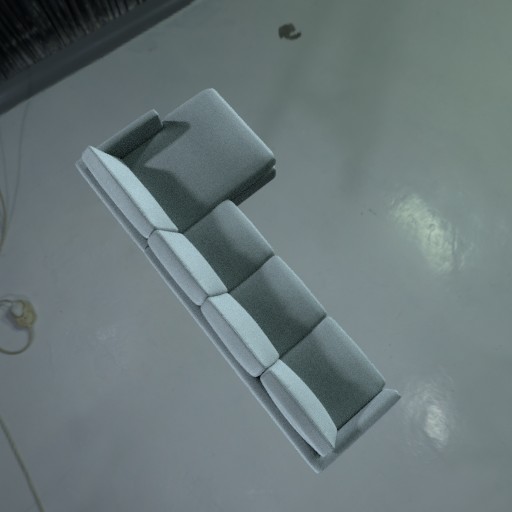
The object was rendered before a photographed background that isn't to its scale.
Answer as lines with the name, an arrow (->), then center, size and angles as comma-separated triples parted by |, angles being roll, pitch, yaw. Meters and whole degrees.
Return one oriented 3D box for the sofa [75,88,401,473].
sofa -> 0.000, 0.000, 4.153 | 1.604, 0.950, 3.471 | -38, 79, -9
